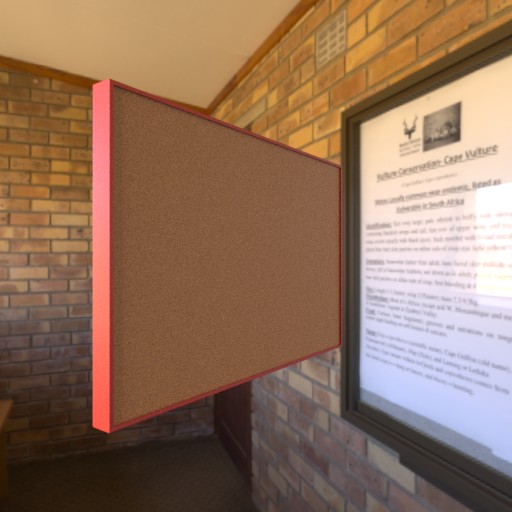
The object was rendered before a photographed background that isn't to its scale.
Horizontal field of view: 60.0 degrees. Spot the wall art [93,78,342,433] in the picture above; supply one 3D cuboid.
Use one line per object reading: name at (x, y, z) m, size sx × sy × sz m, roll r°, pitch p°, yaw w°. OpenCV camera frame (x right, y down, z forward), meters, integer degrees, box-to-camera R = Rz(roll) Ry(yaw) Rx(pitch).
wall art at (0.000, 0.000, 0.758) m, size 0.033 × 0.405 × 0.607 m, roll 0°, pitch 0°, yaw 36°
